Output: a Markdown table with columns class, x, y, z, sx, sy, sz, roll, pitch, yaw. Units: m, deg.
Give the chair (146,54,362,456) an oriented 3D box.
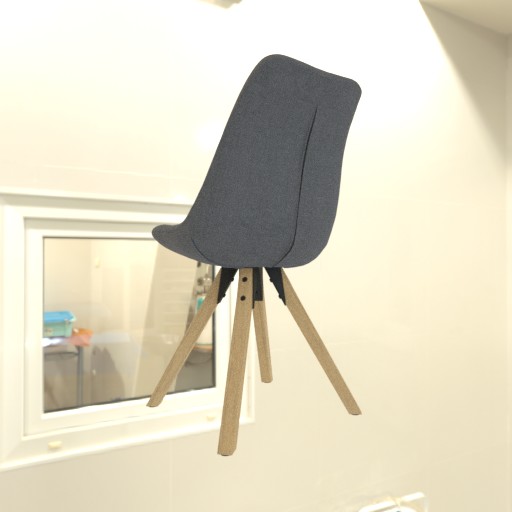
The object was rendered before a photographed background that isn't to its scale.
| class | x | y | z | sx | sy | sz | roll | pitch | yaw |
| --- | --- | --- | --- | --- | --- | --- | --- | --- | --- |
| chair | 0.000 | 0.000 | 1.209 | 0.485 | 0.850 | 0.550 | 0 | -1 | -37 |
